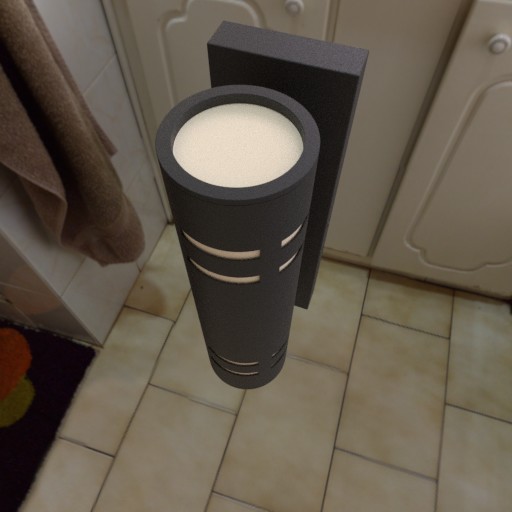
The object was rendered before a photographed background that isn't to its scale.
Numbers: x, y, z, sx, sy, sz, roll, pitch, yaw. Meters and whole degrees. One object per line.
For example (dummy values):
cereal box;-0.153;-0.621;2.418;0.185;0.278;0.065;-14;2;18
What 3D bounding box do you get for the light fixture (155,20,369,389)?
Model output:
light fixture;0.000;0.000;0.398;0.105;0.330;0.149;17;59;11
